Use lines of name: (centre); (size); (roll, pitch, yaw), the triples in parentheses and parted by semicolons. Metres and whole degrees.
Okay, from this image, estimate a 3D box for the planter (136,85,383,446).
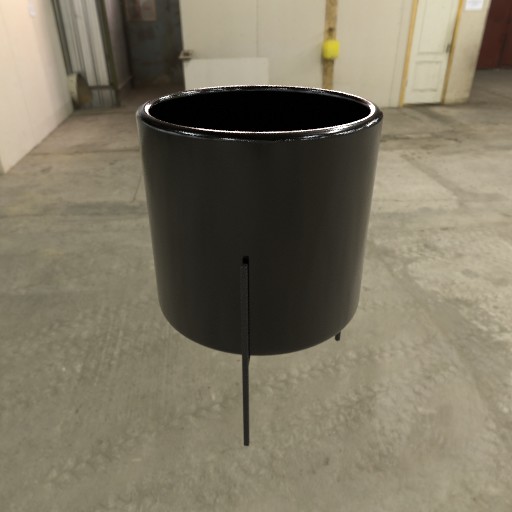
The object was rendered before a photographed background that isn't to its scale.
planter: (0.000, 0.000, 0.655); (0.310, 0.432, 0.310); (11, 32, 18)
